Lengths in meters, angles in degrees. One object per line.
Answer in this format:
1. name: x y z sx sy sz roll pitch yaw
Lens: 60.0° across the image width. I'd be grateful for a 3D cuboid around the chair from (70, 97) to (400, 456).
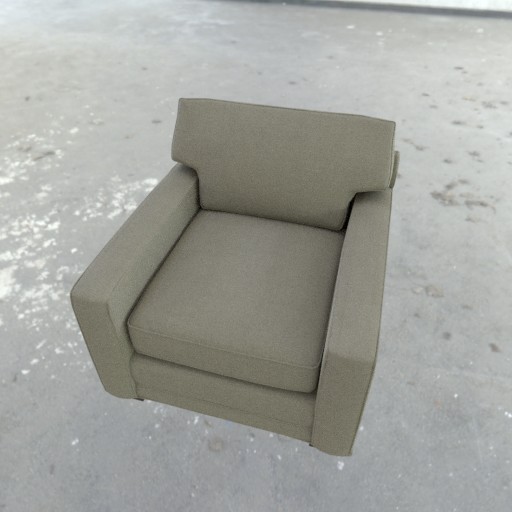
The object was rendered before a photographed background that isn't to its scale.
1. chair: 0.000 0.000 1.784 0.999 0.934 1.044 10 42 12
